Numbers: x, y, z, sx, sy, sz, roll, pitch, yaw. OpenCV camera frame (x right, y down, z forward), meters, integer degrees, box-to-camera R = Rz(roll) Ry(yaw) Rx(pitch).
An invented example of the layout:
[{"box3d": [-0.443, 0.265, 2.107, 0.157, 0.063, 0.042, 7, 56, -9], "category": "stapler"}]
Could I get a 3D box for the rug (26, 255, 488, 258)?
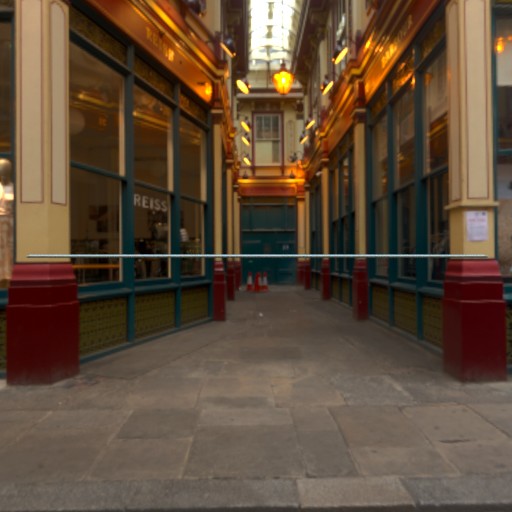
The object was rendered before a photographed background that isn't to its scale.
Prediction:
[{"box3d": [0.000, 0.000, 2.904, 2.205, 0.014, 1.589, 0, 0, -1], "category": "rug"}]
